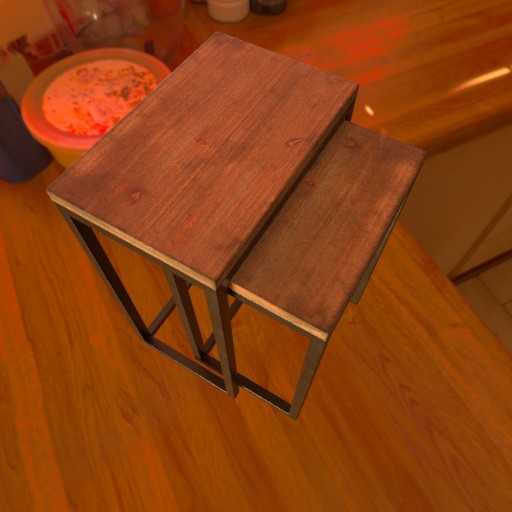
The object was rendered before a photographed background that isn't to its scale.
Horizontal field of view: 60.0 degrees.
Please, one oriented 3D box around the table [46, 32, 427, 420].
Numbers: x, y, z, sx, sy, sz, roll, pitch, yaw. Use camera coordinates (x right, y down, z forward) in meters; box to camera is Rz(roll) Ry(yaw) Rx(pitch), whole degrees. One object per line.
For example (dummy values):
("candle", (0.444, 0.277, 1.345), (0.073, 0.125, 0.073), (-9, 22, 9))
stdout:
("table", (0.000, 0.000, 0.934), (0.460, 0.615, 0.456), (29, 63, 16))
